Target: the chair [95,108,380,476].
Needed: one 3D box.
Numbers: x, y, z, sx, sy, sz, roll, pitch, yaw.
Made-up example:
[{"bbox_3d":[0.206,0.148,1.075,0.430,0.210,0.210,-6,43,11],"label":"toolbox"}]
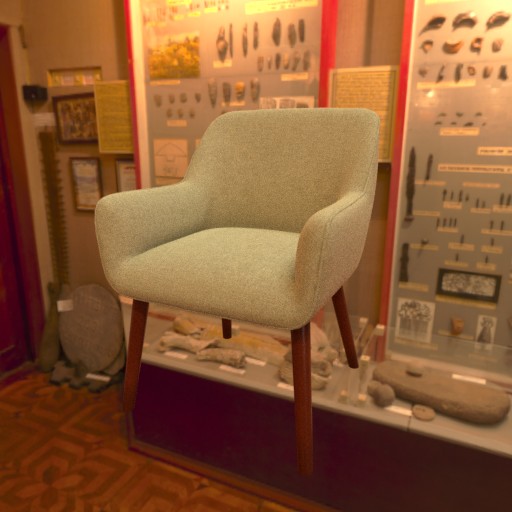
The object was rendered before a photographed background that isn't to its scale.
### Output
[{"bbox_3d":[0.000,0.000,1.248,0.610,0.813,0.610,8,17,26],"label":"chair"}]
